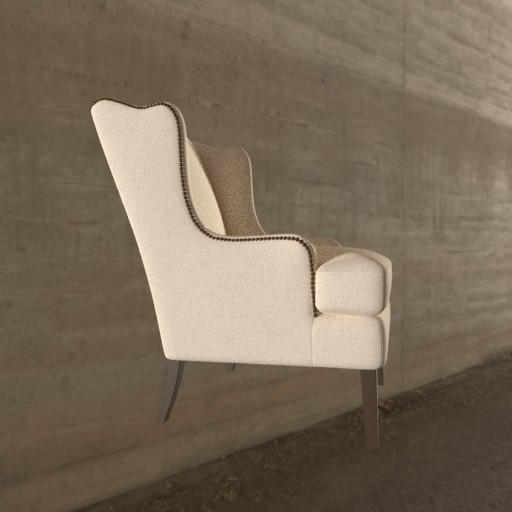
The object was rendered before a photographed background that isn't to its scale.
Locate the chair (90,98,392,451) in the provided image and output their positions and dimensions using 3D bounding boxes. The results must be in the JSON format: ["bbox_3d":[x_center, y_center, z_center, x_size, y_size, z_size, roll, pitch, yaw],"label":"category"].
[{"bbox_3d":[0.000,0.000,1.603,0.940,1.029,0.737,0,1,18],"label":"chair"}]
